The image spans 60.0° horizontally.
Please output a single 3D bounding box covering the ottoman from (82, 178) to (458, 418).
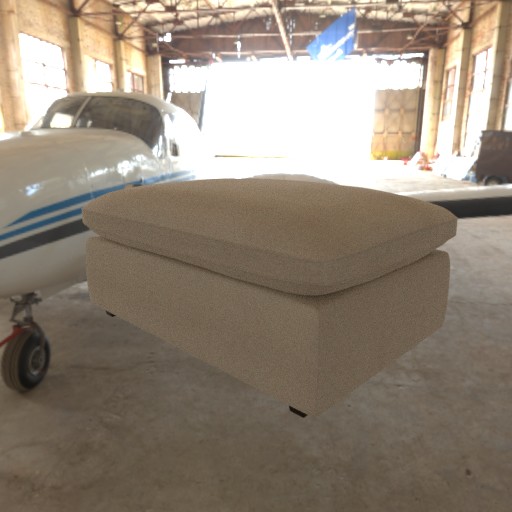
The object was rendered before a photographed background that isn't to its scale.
[{"bbox_3d":[0.000,0.000,1.369,0.984,0.453,0.686,14,20,42],"label":"ottoman"}]
